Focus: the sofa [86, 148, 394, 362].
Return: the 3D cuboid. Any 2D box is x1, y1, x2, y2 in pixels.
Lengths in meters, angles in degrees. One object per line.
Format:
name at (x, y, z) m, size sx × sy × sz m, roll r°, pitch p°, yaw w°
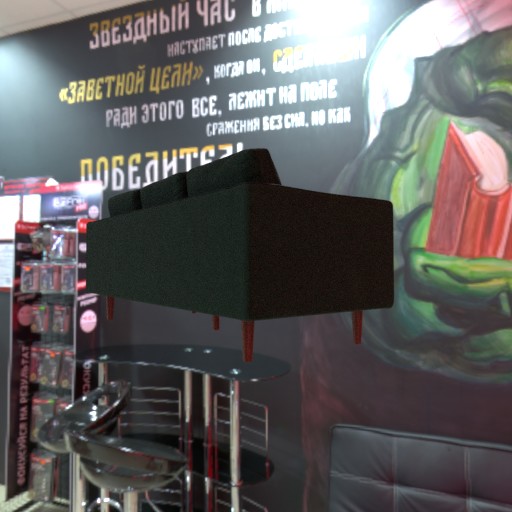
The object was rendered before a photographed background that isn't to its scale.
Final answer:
sofa at (0.000, 0.000, 2.866) m, size 1.580 × 0.899 × 2.030 m, roll 1°, pitch -1°, yaw -37°
